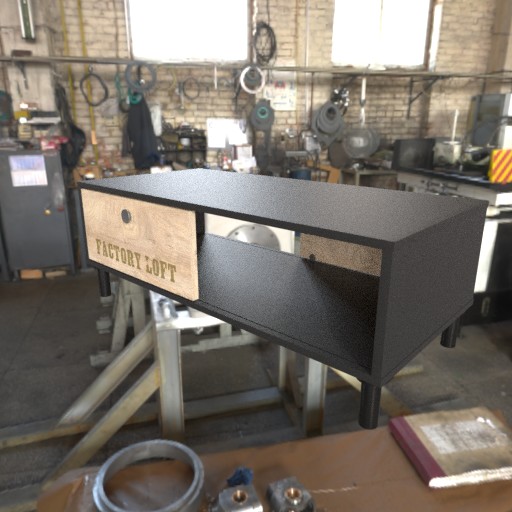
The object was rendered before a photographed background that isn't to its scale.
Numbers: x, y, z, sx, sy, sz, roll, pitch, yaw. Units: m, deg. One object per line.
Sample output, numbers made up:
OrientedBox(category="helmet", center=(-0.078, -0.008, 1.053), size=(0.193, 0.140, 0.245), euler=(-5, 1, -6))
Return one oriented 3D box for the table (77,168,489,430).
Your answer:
OrientedBox(category="table", center=(0.000, 0.000, 1.336), size=(1.100, 0.400, 0.550), euler=(15, 23, 40))
